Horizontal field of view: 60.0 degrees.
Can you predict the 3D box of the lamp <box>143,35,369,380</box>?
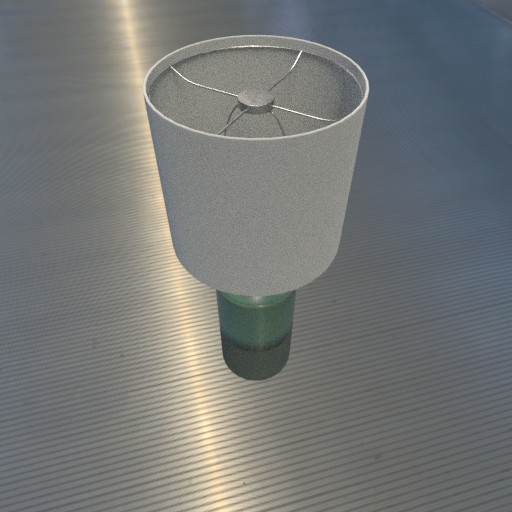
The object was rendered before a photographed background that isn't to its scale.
[{"bbox_3d":[0.000,0.000,0.600,0.212,0.493,0.212,22,51,20],"label":"lamp"}]
